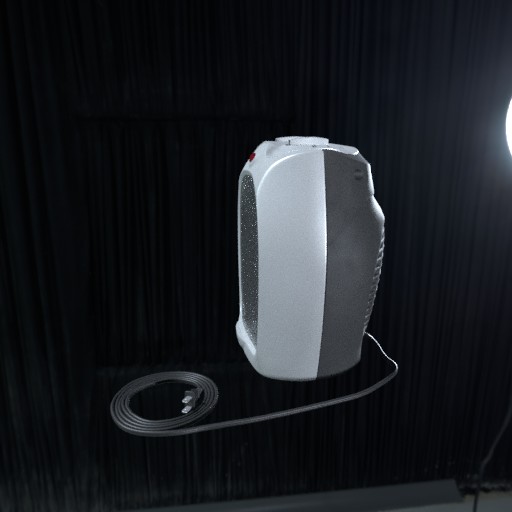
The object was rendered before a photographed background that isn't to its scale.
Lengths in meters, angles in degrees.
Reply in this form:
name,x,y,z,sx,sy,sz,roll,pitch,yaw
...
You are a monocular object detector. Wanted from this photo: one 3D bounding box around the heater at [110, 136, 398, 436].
name,x,y,z,sx,sy,sz,roll,pitch,yaw
heater,0.000,0.000,0.462,0.291,0.240,0.239,-2,16,-9
